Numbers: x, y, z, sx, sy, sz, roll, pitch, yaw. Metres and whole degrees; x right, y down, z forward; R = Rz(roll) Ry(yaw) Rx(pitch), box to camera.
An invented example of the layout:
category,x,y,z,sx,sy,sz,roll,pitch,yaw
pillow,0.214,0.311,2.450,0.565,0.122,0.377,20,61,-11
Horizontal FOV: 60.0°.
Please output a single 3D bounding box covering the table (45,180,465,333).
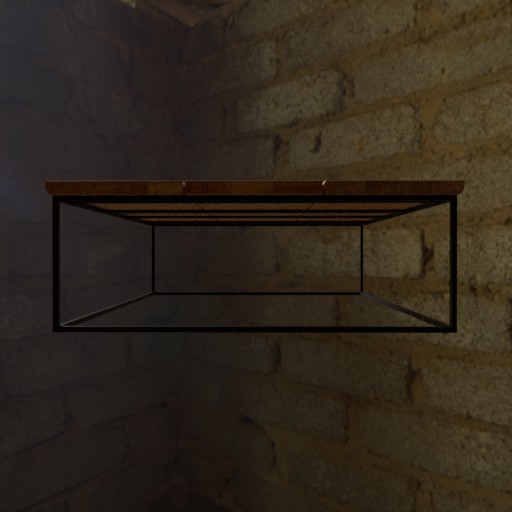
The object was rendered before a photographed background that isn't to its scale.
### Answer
category,x,y,z,sx,sy,sz,roll,pitch,yaw
table,0.000,0.000,1.712,1.100,0.400,1.100,0,0,1
